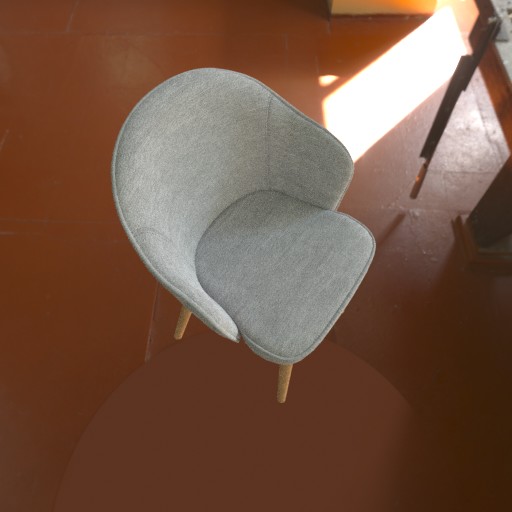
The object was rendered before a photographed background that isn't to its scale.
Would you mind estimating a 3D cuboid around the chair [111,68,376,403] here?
[{"bbox_3d":[0.000,0.000,1.157,0.530,0.800,0.540,32,64,17],"label":"chair"}]
